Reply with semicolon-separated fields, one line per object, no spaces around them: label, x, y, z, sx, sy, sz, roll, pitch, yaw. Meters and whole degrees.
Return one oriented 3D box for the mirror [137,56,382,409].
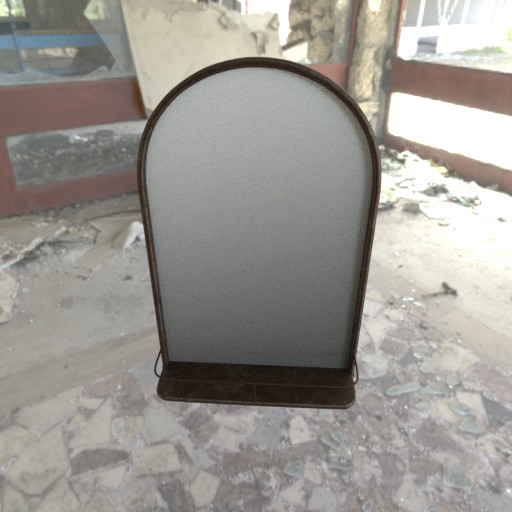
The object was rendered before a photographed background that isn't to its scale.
mirror;0.000;0.000;0.950;0.510;0.770;0.137;2;30;3
